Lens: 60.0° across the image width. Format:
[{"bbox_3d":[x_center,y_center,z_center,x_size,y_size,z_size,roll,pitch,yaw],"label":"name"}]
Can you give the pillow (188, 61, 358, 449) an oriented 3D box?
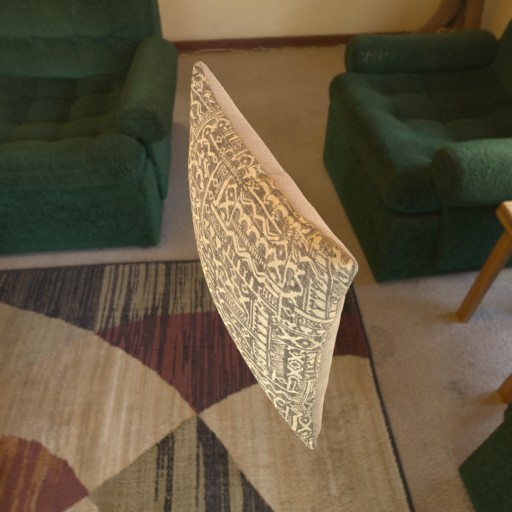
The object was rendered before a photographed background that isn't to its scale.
[{"bbox_3d":[0.000,0.000,0.789,0.180,0.487,0.546,-17,49,-15],"label":"pillow"}]
